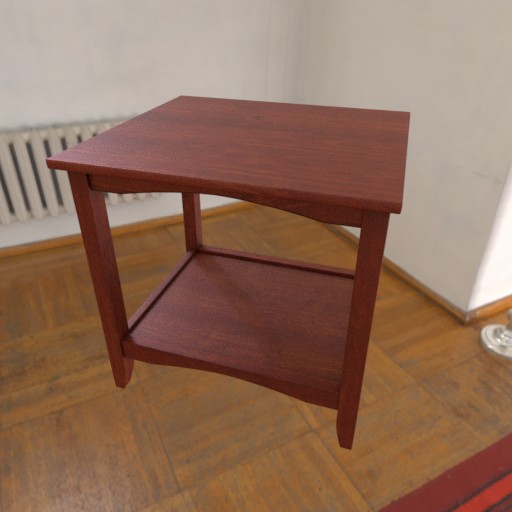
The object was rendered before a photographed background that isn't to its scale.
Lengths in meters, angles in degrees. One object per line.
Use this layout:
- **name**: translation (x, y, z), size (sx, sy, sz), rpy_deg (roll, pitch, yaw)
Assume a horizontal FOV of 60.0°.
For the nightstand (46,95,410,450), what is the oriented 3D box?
- **nightstand**: translation (0.000, 0.000, 0.994), size (0.558, 0.558, 0.501), rpy_deg (9, 33, 15)
